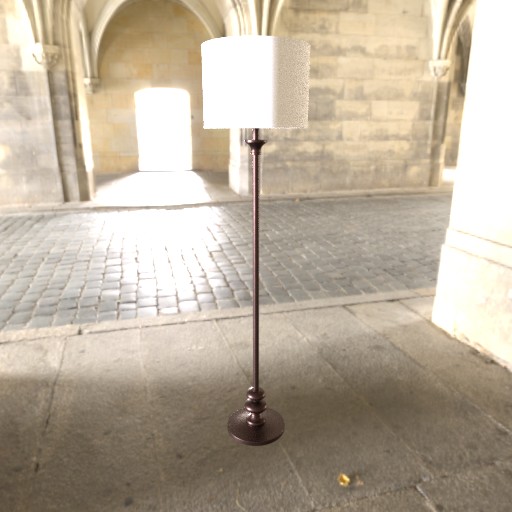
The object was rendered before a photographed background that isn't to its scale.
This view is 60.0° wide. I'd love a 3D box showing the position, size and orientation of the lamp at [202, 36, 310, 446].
[{"bbox_3d":[0.000,0.000,1.657,0.356,1.487,0.356,8,18,26],"label":"lamp"}]
